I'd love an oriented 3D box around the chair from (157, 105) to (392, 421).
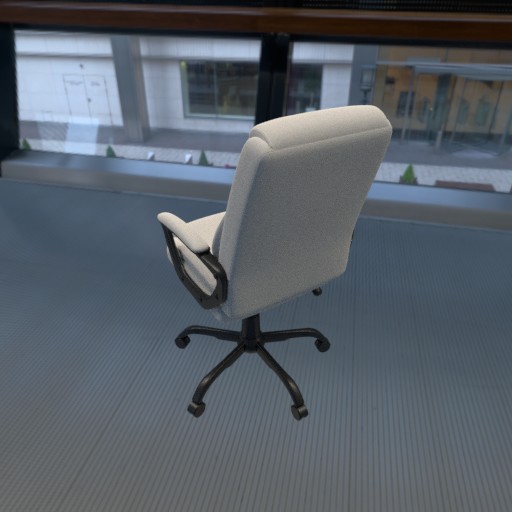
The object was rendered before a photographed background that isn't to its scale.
[{"bbox_3d":[0.000,0.000,1.516,0.663,1.065,0.669,-19,36,-29],"label":"chair"}]
